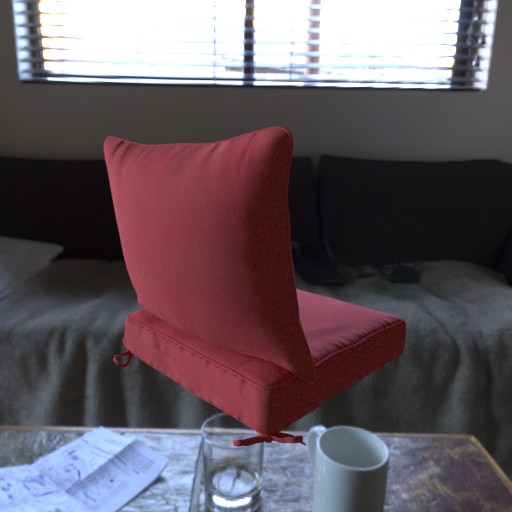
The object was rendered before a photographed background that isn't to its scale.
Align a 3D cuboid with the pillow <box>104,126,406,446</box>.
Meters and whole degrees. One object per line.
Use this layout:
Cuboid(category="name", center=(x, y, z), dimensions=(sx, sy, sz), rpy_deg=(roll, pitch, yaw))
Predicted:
Cuboid(category="pillow", center=(0.000, 0.000, 1.377), dimensions=(0.733, 0.725, 0.798), rpy_deg=(-12, 18, -43))
